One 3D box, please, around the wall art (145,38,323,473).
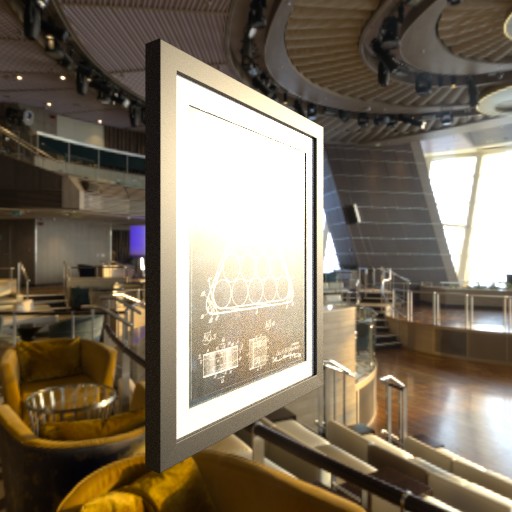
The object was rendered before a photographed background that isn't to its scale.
[{"bbox_3d":[0.000,0.000,0.702,0.025,0.508,0.432,0,0,35],"label":"wall art"}]
